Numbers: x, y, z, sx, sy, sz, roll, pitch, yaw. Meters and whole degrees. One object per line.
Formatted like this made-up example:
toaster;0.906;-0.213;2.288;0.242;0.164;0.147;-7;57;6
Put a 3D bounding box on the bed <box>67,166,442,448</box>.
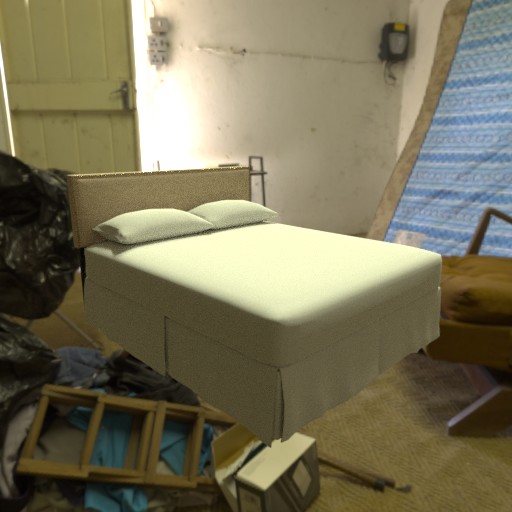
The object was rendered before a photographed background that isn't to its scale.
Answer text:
bed;0.000;0.000;2.856;1.616;1.016;1.876;-14;20;-43
